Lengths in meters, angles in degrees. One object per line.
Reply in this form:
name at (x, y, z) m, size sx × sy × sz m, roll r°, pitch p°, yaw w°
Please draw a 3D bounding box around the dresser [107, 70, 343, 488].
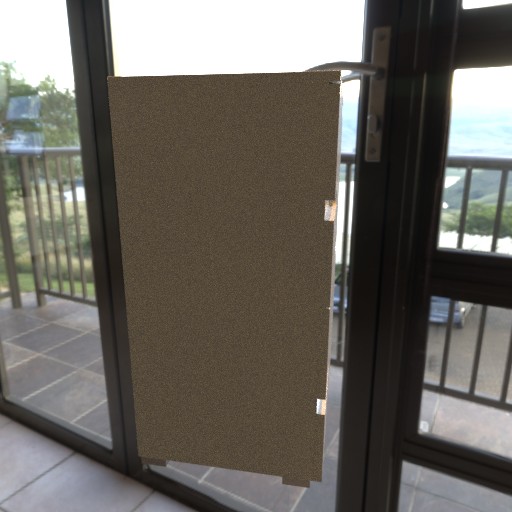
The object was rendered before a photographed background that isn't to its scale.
dresser at (0.000, 0.000, 1.146) m, size 0.400 × 0.800 × 0.650 m, roll 3°, pitch 16°, yaw 11°
